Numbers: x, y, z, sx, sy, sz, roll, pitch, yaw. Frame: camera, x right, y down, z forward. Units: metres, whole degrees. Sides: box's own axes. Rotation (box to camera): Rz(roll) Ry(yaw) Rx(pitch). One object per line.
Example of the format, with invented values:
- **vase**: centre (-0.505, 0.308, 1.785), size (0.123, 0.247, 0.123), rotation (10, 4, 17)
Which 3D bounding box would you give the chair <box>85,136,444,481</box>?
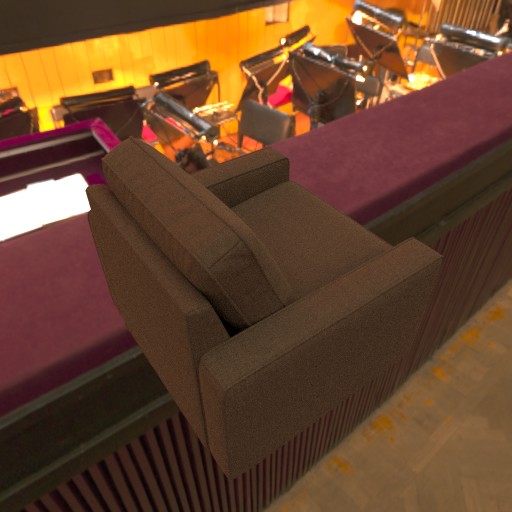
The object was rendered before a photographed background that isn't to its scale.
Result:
- **chair**: centre (0.000, 0.000, 1.702), size (0.940, 0.919, 1.017), rotation (-26, 47, -26)
